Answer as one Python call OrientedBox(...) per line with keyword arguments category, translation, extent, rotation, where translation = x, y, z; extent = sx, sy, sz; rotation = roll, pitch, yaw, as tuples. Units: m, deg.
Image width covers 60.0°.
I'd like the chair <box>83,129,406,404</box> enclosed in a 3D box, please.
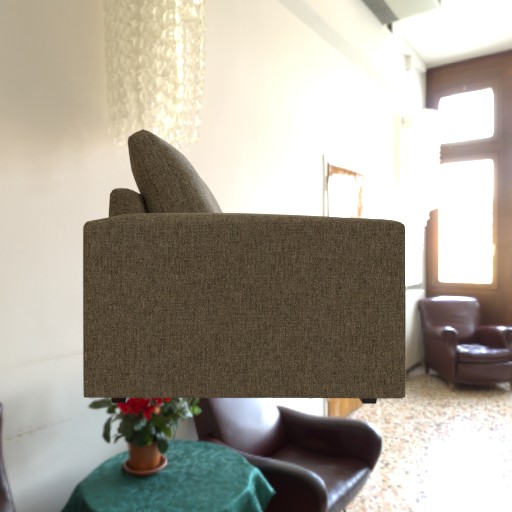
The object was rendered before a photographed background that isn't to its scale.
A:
OrientedBox(category="chair", translation=(0.000, 0.000, 2.023), extent=(1.039, 0.915, 1.398), rotation=(0, 0, 0))
